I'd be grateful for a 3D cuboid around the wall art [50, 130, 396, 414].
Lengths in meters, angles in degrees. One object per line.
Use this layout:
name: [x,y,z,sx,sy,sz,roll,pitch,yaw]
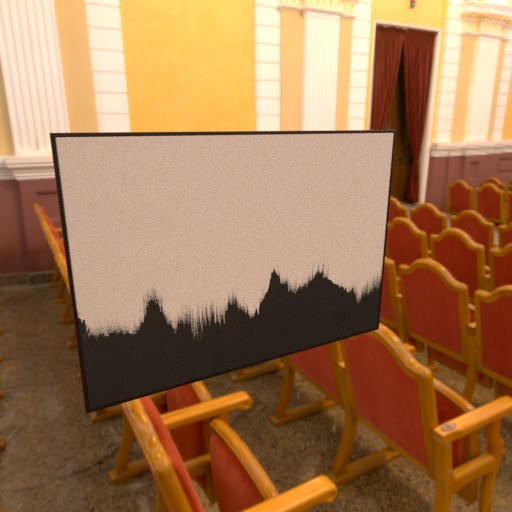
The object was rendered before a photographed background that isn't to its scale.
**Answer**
wall art: [0.000,0.000,1.217,0.957,0.660,0.019,-9,19,-28]
